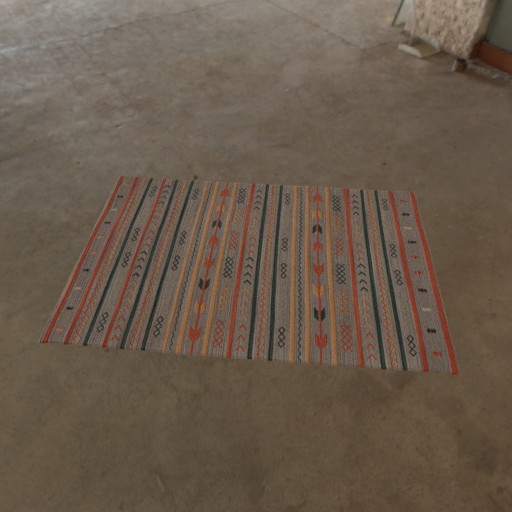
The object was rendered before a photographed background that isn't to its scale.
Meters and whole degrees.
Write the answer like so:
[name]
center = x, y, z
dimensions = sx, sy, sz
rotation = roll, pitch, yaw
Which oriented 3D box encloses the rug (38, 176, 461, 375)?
[rug]
center = 0.000, 0.000, 2.323
dimensions = 1.835, 0.017, 1.220
rotation = 4, 47, 3
